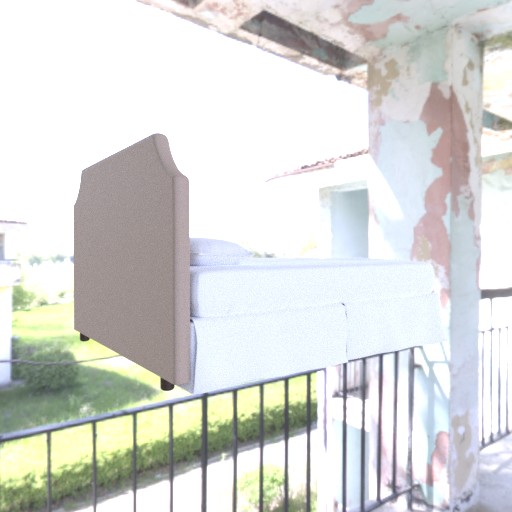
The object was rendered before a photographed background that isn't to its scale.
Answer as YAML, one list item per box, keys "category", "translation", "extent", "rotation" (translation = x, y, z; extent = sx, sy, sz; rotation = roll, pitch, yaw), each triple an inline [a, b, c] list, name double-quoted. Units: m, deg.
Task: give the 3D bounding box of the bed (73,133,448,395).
- category: "bed"
  translation: [0.000, 0.000, 4.220]
  extent: [2.773, 1.590, 2.350]
  rotation: [-1, 1, -37]
